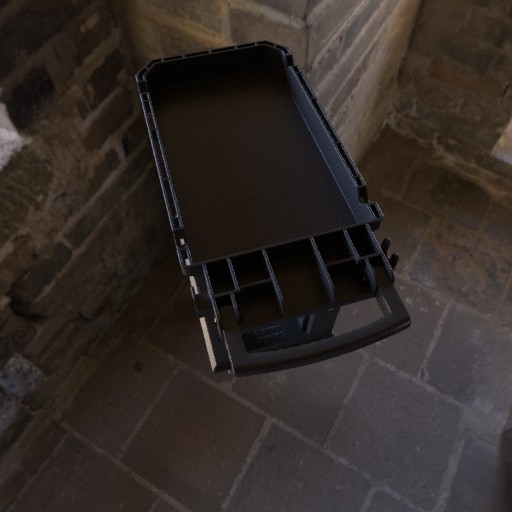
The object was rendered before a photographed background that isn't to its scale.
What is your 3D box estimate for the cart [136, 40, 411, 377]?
[{"bbox_3d":[0.000,0.000,1.529,0.497,0.884,1.061,-14,59,-9],"label":"cart"}]
